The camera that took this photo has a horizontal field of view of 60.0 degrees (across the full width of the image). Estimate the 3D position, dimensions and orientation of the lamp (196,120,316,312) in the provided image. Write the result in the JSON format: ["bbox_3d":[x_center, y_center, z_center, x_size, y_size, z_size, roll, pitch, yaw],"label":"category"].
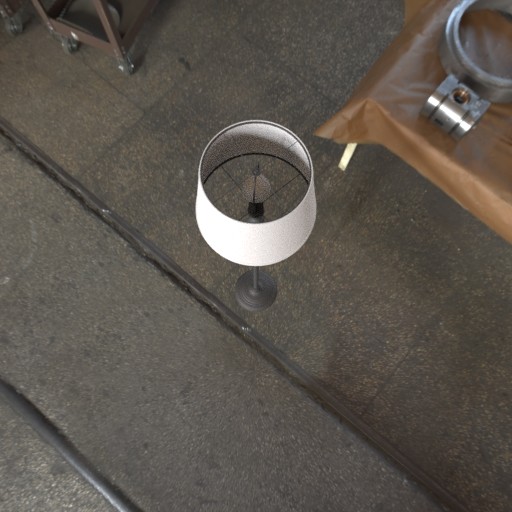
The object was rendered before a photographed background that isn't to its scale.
[{"bbox_3d":[0.000,0.000,1.711,0.327,1.506,0.327,6,76,2],"label":"lamp"}]
